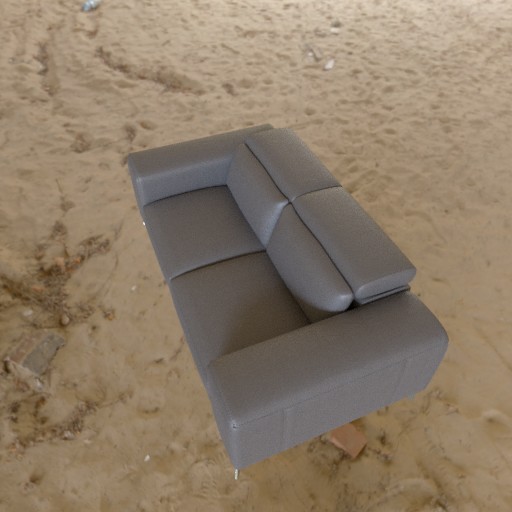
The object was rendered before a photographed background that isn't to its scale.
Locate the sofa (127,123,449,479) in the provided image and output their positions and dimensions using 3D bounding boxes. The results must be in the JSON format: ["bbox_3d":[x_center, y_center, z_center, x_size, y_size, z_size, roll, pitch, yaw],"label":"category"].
[{"bbox_3d":[0.000,0.000,2.481,1.024,0.753,1.930,-17,49,-15],"label":"sofa"}]
